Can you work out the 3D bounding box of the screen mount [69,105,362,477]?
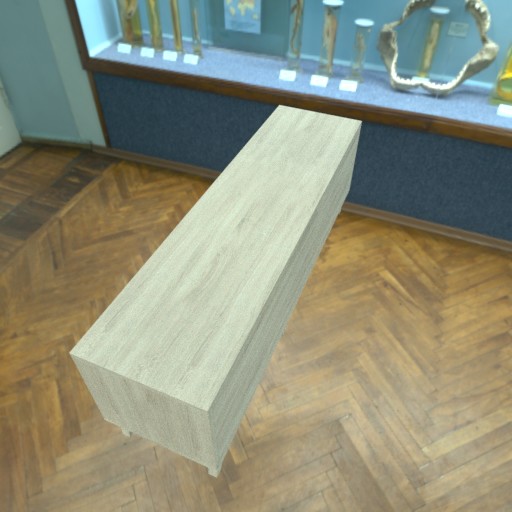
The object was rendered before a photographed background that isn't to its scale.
[{"bbox_3d":[0.000,0.000,1.750,0.400,0.510,1.500,17,47,16],"label":"screen mount"}]
